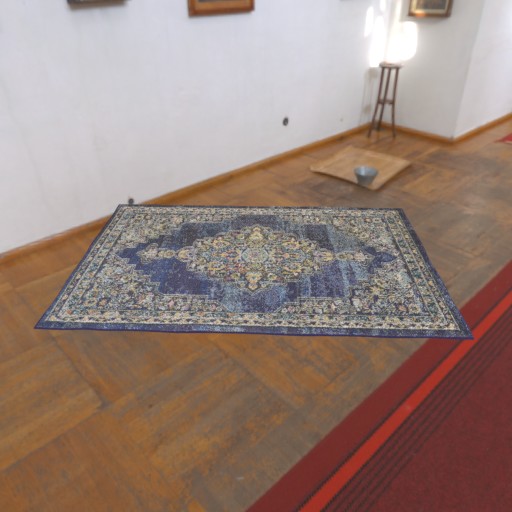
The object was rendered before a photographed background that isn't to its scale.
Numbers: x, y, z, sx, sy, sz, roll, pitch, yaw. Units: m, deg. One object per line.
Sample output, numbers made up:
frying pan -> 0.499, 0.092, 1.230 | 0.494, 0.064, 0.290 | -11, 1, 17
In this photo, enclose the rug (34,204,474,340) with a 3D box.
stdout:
rug -> 0.000, 0.000, 2.281 | 1.781, 0.012, 1.184 | 1, 32, 2
